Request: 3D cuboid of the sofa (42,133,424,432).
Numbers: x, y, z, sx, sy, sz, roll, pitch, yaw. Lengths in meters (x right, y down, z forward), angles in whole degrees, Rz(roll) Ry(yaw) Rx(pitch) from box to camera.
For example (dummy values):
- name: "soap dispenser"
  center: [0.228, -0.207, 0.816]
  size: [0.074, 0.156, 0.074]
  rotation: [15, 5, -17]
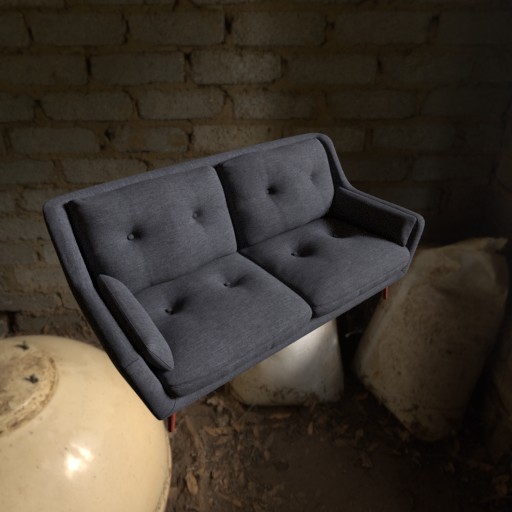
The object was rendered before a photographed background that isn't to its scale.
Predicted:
- name: "sofa"
  center: [0.000, 0.000, 2.439]
  size: [1.929, 0.896, 0.975]
  rotation: [-23, 38, -33]
